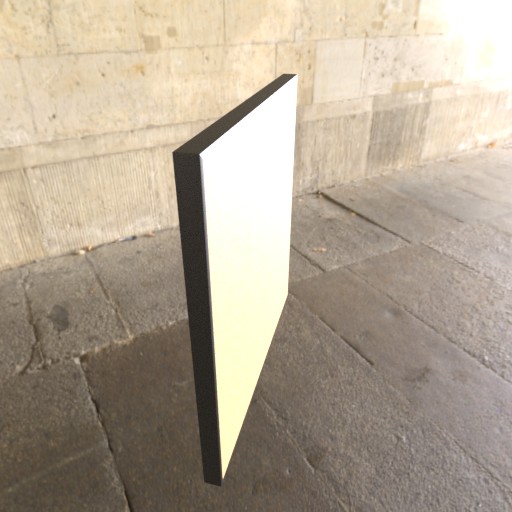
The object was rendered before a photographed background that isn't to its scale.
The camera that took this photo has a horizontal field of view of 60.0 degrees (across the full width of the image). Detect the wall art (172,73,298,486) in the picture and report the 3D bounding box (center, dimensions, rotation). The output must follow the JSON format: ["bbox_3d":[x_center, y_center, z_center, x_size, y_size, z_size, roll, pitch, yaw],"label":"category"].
[{"bbox_3d":[0.000,0.000,1.133,0.042,0.766,0.769,8,31,13],"label":"wall art"}]
